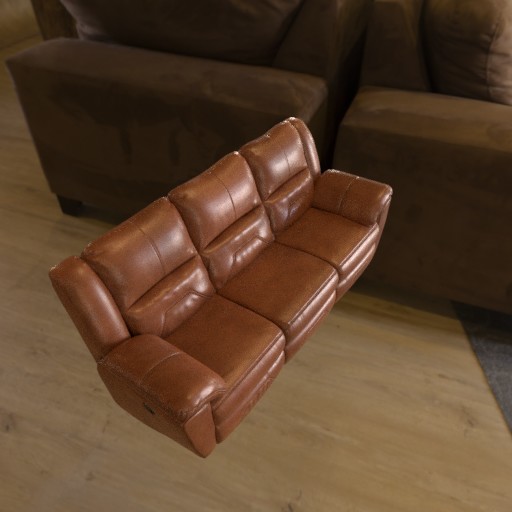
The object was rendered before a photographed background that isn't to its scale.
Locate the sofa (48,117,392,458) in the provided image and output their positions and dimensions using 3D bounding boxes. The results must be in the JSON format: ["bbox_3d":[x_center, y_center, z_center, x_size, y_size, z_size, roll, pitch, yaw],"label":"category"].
[{"bbox_3d":[0.000,0.000,2.930,0.991,1.043,2.337,26,48,26],"label":"sofa"}]
